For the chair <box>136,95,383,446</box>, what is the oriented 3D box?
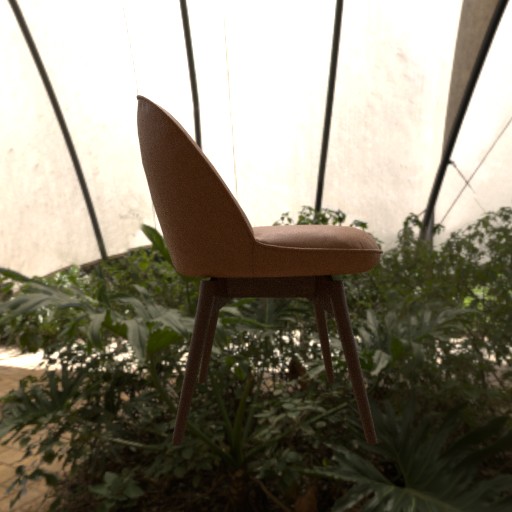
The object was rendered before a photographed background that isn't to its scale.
[{"bbox_3d":[0.000,0.000,1.230,0.631,0.831,0.521,0,-1,-1],"label":"chair"}]
